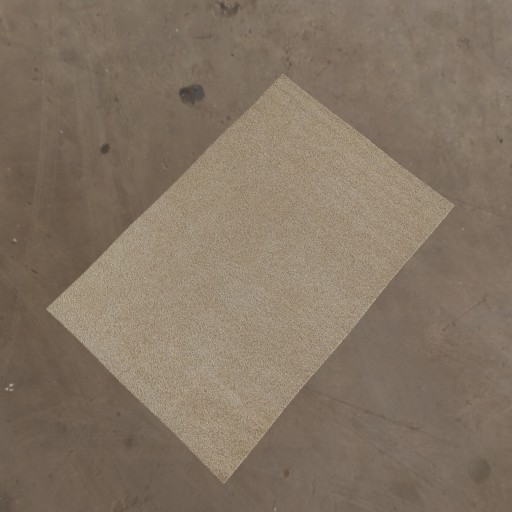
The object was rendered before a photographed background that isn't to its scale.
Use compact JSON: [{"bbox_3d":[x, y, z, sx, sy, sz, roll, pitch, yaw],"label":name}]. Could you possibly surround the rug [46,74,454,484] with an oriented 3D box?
[{"bbox_3d":[0.000,0.000,3.412,1.800,0.025,2.699,41,79,9],"label":"rug"}]
